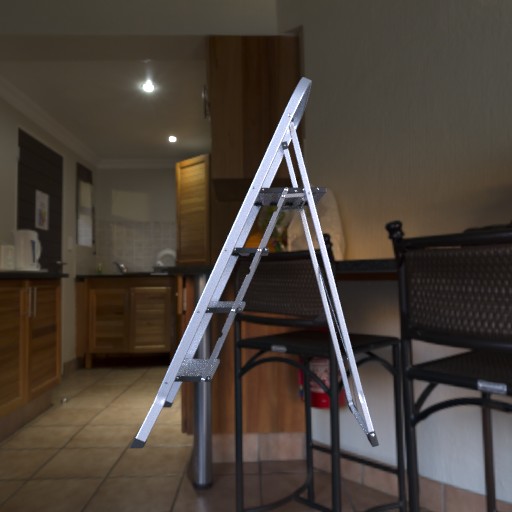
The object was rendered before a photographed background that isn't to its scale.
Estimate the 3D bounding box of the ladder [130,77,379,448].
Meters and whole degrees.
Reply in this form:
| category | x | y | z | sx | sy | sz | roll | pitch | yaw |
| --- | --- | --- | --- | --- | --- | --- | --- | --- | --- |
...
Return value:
| category | x | y | z | sx | sy | sz | roll | pitch | yaw |
| --- | --- | --- | --- | --- | --- | --- | --- | --- | --- |
| ladder | 0.000 | 0.000 | 1.713 | 0.830 | 1.290 | 0.465 | 0 | -2 | 1 |
